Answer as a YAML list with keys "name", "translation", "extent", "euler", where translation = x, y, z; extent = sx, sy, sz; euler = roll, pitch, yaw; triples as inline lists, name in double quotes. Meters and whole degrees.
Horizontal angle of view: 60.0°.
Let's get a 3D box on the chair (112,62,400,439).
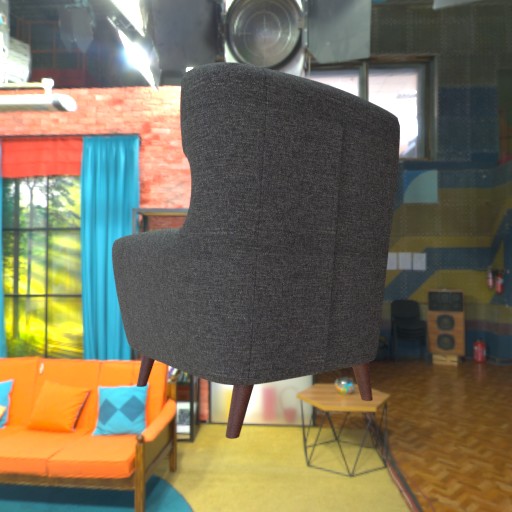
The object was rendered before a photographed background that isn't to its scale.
- name: "chair"
  translation: [0.000, 0.000, 1.705]
  extent: [0.878, 1.063, 0.904]
  euler: [1, -2, -37]
